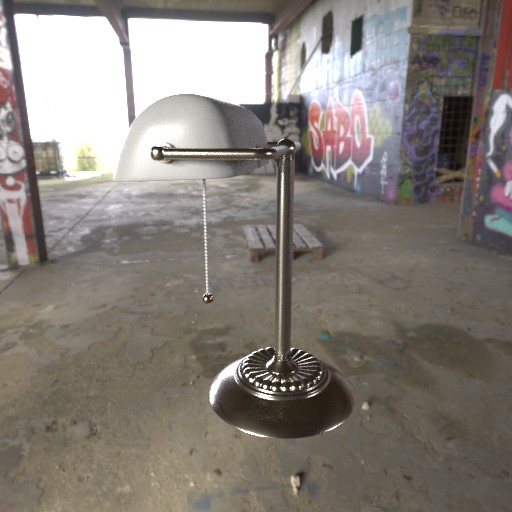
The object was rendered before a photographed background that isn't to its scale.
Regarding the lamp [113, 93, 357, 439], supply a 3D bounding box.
[{"bbox_3d":[0.000,0.000,0.503,0.243,0.339,0.264,3,16,10],"label":"lamp"}]
